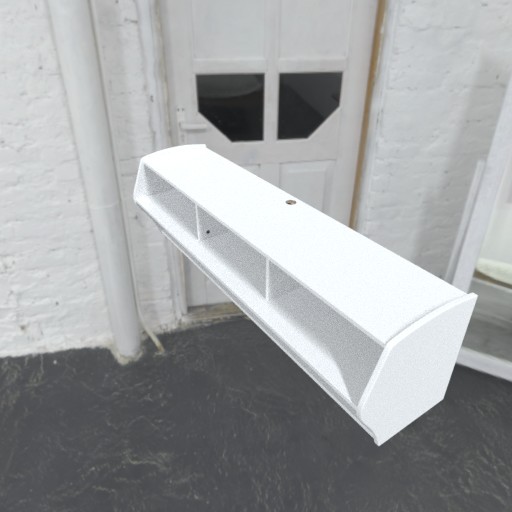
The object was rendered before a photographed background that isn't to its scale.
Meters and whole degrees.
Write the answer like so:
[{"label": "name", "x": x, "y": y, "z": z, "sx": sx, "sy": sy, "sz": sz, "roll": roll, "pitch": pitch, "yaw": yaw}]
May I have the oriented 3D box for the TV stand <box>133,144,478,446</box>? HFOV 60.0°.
[{"label": "TV stand", "x": 0.000, "y": 0.000, "z": 1.678, "sx": 0.397, "sy": 0.424, "sz": 1.473, "roll": -20, "pitch": 38, "yaw": -28}]
